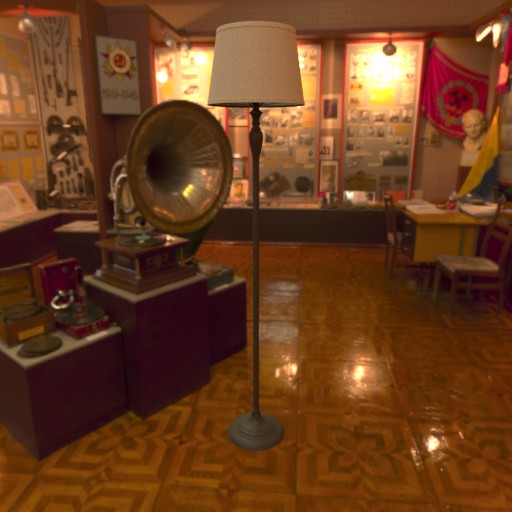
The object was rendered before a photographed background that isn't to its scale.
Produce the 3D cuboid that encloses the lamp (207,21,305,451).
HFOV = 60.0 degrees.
[{"bbox_3d":[0.000,0.000,1.629,0.327,1.506,0.327,2,16,8],"label":"lamp"}]
